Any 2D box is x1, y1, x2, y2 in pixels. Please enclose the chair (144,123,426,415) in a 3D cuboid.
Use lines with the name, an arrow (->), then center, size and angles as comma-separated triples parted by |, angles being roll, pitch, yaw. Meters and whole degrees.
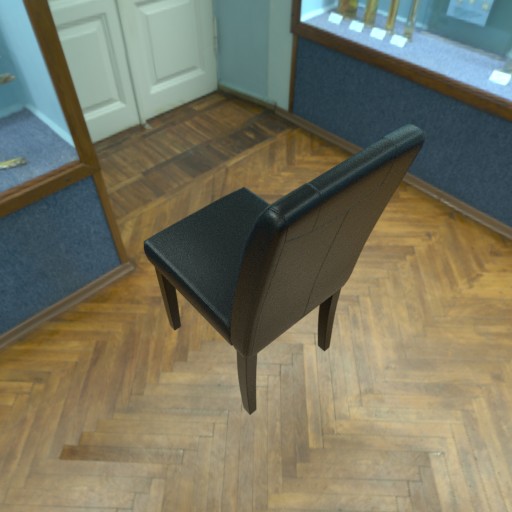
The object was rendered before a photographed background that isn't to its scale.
chair -> 0.000, 0.000, 1.208 | 0.399, 0.897, 0.556 | -33, 55, -27
